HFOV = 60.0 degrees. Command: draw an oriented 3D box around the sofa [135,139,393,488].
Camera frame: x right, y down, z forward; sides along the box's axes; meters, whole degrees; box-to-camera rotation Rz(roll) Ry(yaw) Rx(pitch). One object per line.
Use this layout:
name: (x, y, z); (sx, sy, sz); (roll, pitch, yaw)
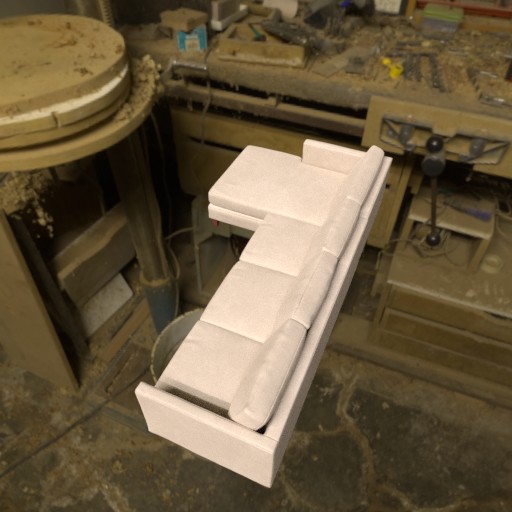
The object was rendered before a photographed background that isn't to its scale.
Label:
sofa: (0.000, 0.000, 3.852); (1.625, 0.846, 3.186); (18, 48, 16)
